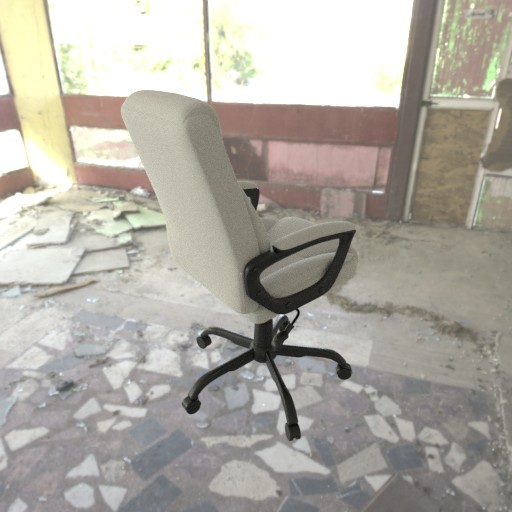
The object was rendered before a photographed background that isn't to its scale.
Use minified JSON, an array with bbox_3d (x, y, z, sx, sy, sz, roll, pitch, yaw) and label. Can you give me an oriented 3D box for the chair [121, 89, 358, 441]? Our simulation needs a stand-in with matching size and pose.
[{"bbox_3d":[0.000,0.000,1.487,0.669,1.065,0.663,-17,31,-31],"label":"chair"}]
